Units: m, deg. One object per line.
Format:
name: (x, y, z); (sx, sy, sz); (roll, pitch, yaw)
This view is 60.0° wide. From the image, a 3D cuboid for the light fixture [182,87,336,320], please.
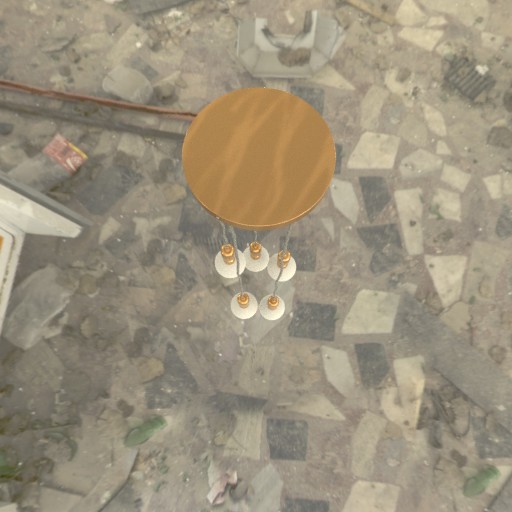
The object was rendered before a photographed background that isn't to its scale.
light fixture: (0.000, 0.000, 0.496); (0.108, 0.457, 0.105); (31, 77, 8)
